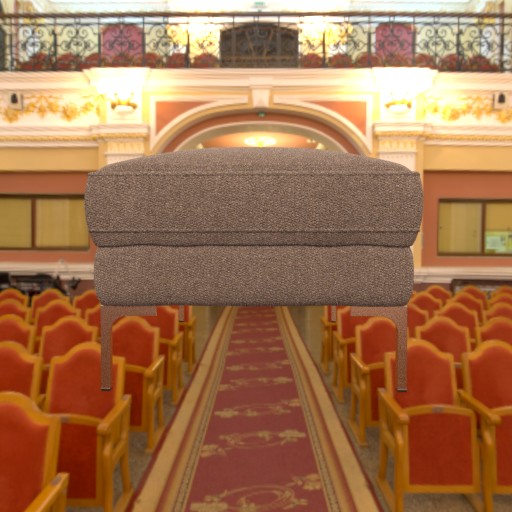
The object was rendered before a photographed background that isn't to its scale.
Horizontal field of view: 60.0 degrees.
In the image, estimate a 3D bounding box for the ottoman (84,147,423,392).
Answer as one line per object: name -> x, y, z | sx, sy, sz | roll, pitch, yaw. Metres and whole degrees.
ottoman -> 0.000, 0.000, 1.147 | 0.583, 0.464, 0.785 | 0, 1, 1
